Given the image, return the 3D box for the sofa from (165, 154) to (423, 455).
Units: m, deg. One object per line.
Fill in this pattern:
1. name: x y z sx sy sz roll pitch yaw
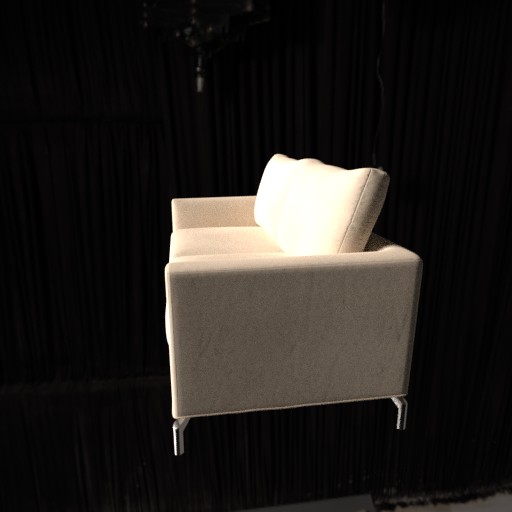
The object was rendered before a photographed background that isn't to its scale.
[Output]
1. sofa: 0.000 0.000 2.333 0.906 0.995 1.739 -2 15 -9
